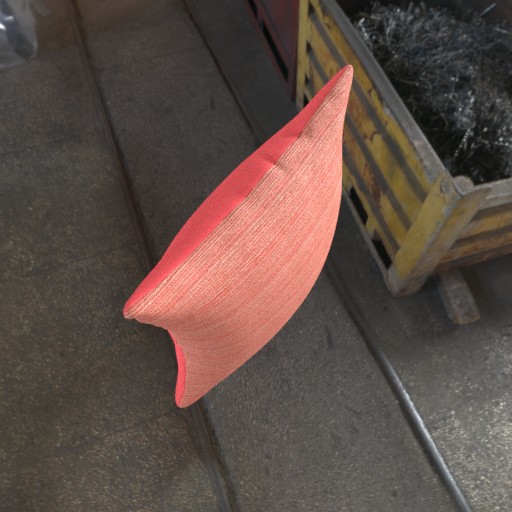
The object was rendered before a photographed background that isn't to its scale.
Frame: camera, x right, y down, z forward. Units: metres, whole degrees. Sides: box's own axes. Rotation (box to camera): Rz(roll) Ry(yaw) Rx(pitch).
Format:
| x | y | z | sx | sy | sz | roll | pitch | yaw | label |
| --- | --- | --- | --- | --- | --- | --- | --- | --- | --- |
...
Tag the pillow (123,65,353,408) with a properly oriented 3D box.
| x | y | z | sx | sy | sz | roll | pitch | yaw | label |
| --- | --- | --- | --- | --- | --- | --- | --- | --- | --- |
| 0.000 | 0.000 | 0.833 | 0.229 | 0.501 | 0.559 | 32 | 65 | 17 | pillow |
